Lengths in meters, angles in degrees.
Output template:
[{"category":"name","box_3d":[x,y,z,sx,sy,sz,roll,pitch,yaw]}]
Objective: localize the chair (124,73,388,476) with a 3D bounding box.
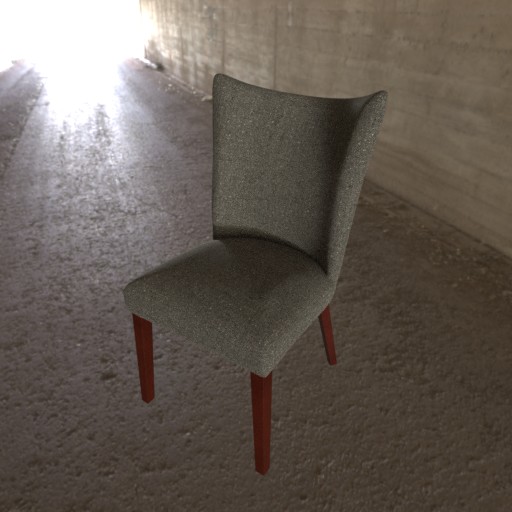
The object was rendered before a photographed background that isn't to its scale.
[{"category":"chair","box_3d":[0.000,0.000,1.299,0.535,0.924,0.623,19,35,29]}]
